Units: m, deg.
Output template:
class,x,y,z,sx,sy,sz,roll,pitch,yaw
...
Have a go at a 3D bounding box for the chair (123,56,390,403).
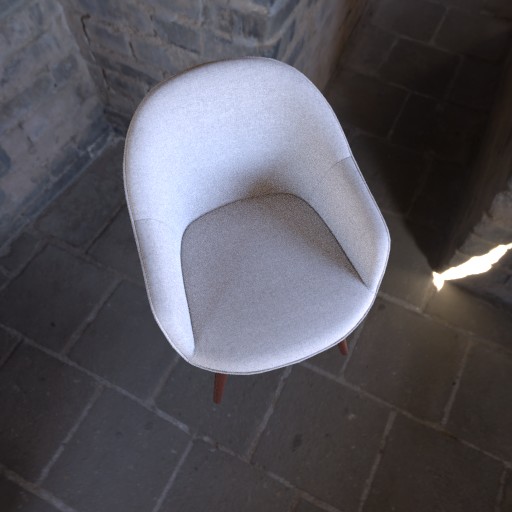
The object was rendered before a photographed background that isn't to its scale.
class,x,y,z,sx,sy,sz,roll,pitch,yaw
chair,0.000,0.000,1.252,0.596,0.823,0.635,-18,64,-9
